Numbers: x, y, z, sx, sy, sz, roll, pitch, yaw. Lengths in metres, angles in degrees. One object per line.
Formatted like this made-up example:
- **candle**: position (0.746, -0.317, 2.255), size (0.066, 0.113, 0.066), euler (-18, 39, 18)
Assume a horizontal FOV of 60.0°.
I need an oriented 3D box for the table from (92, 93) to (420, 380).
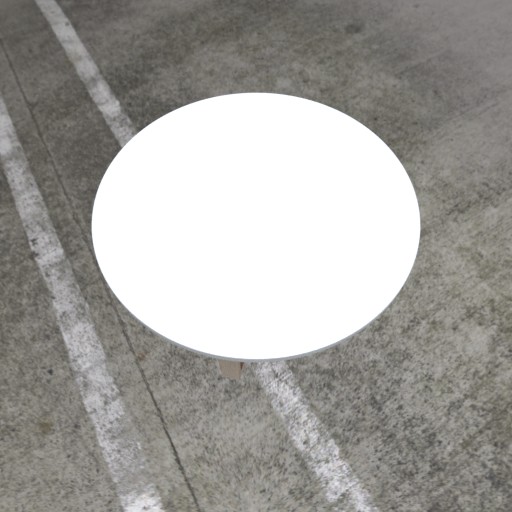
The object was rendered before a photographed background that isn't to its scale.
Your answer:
- **table**: position (0.000, 0.000, 0.994), size (0.600, 0.400, 0.600), euler (0, 59, 0)
